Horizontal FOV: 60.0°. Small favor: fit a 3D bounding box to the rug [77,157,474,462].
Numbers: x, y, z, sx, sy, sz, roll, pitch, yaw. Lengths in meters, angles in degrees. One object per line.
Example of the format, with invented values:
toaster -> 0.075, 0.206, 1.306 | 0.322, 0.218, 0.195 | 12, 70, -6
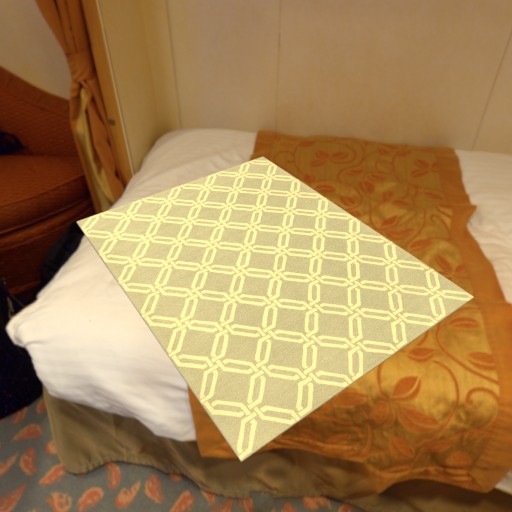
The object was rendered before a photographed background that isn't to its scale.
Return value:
rug -> 0.000, 0.000, 3.982 | 2.288, 0.018, 2.895 | -25, 47, -26
